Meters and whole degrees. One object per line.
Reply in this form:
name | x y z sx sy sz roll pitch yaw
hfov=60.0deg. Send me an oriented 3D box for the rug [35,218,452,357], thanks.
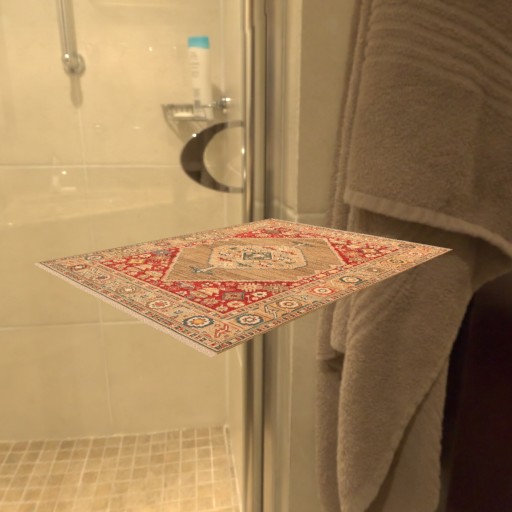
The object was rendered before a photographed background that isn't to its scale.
rug | 0.000 0.000 4.172 2.451 0.008 3.143 14 21 43
